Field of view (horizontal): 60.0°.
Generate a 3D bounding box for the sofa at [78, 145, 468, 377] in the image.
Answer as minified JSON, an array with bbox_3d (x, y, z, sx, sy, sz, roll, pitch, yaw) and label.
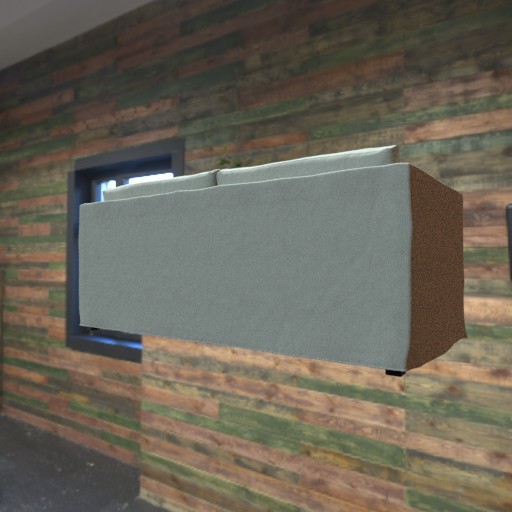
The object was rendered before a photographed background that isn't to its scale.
[{"bbox_3d":[0.000,0.000,2.442,1.987,0.870,0.940,-1,-1,36],"label":"sofa"}]
